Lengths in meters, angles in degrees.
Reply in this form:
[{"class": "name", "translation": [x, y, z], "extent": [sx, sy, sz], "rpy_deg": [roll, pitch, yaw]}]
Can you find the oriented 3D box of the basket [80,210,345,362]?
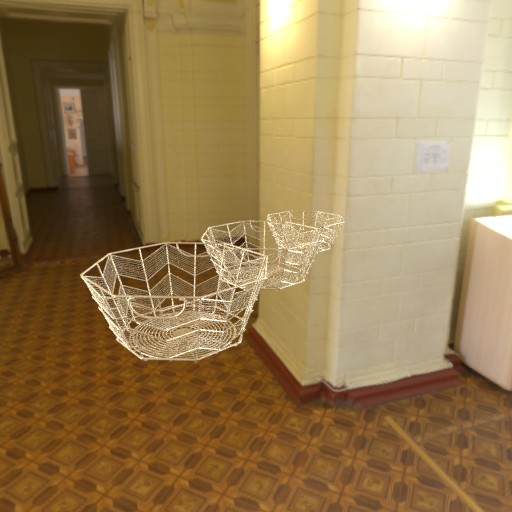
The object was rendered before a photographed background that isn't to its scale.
[{"class": "basket", "translation": [0.000, 0.000, 1.400], "extent": [0.432, 0.178, 1.246], "rpy_deg": [8, 18, 24]}]
